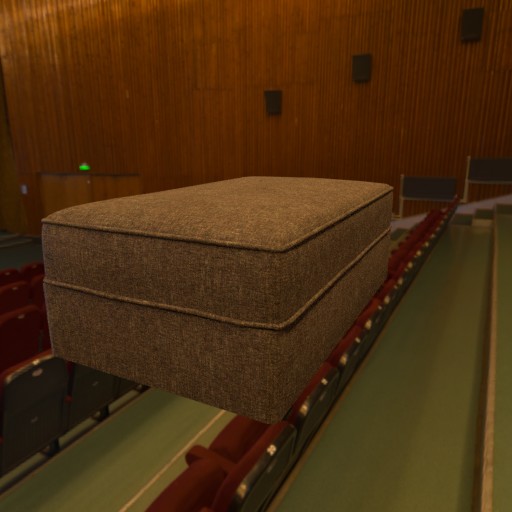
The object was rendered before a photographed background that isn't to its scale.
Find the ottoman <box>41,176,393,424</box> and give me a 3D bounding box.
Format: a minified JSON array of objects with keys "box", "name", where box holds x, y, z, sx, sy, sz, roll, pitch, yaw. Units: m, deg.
[{"box":[0.000,0.000,1.531,0.717,0.487,1.184,8,17,26],"name":"ottoman"}]
